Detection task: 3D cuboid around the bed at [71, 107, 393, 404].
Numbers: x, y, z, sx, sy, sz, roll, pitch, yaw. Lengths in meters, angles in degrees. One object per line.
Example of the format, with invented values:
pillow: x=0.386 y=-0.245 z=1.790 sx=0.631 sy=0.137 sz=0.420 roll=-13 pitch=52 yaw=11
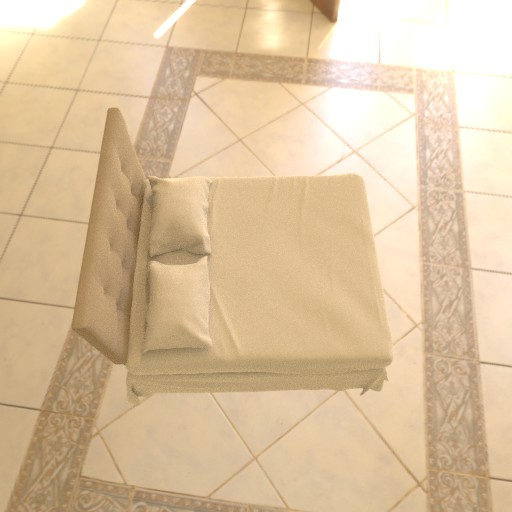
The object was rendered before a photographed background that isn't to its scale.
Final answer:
bed: x=0.000 y=0.000 z=3.465 sx=2.222 sy=1.577 sz=1.936 roll=-1 pitch=63 yaw=-1
